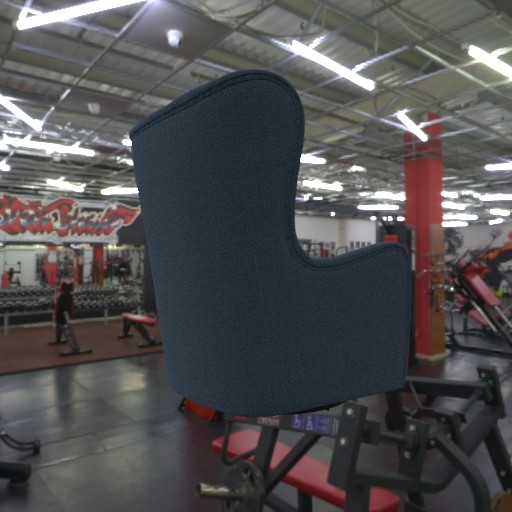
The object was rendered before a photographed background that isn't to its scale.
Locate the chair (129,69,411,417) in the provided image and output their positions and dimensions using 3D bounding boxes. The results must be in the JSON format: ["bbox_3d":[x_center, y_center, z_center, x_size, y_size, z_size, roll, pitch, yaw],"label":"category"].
[{"bbox_3d":[0.000,0.000,1.754,0.930,1.079,0.831,0,-1,-36],"label":"chair"}]
